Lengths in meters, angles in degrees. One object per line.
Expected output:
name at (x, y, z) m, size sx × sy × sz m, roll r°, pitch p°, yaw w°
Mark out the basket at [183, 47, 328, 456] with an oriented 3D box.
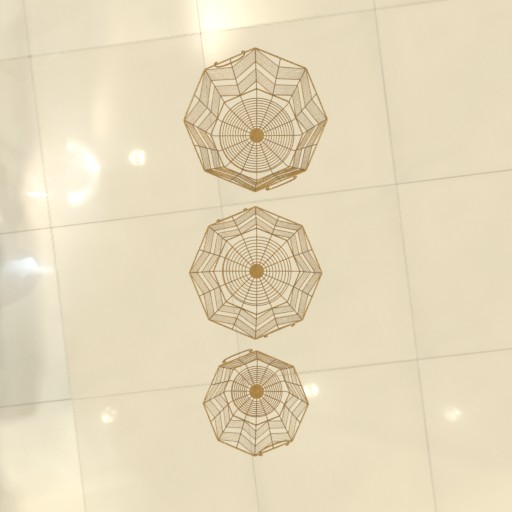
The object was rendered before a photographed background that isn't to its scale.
basket at (0.000, 0.000, 1.410) m, size 0.432 × 0.178 × 1.245 m, roll 0°, pitch 90°, yaw 2°
